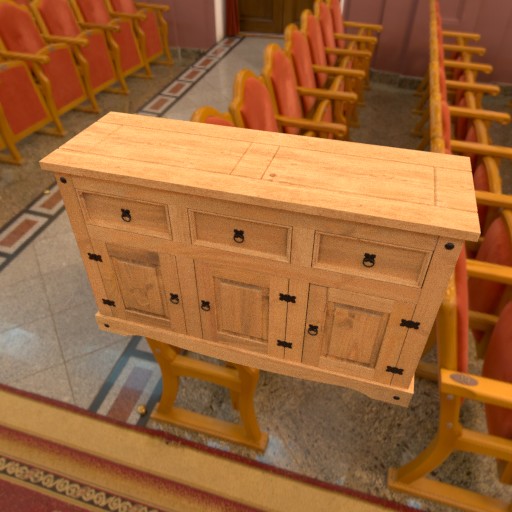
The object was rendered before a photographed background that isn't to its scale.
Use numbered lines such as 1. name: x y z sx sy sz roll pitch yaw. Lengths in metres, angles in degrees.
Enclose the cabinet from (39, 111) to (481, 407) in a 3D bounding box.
1. cabinet: 0.000 0.000 1.688 1.321 0.810 0.432 11 41 13
